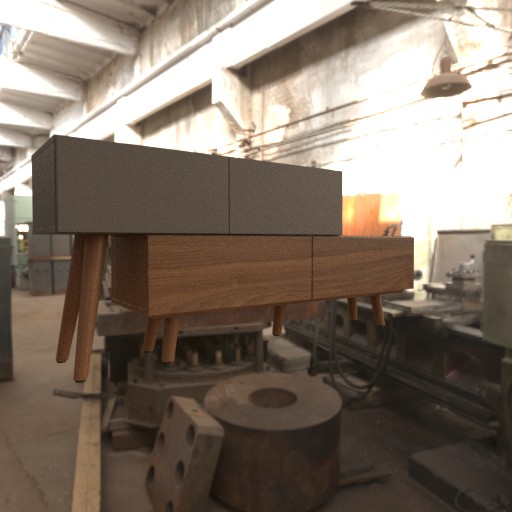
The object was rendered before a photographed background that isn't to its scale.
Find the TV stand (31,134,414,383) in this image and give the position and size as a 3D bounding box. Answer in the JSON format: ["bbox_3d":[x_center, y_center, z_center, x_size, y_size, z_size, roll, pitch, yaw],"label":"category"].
[{"bbox_3d":[0.000,0.000,1.525,1.336,0.591,0.329,-1,2,-35],"label":"TV stand"}]
